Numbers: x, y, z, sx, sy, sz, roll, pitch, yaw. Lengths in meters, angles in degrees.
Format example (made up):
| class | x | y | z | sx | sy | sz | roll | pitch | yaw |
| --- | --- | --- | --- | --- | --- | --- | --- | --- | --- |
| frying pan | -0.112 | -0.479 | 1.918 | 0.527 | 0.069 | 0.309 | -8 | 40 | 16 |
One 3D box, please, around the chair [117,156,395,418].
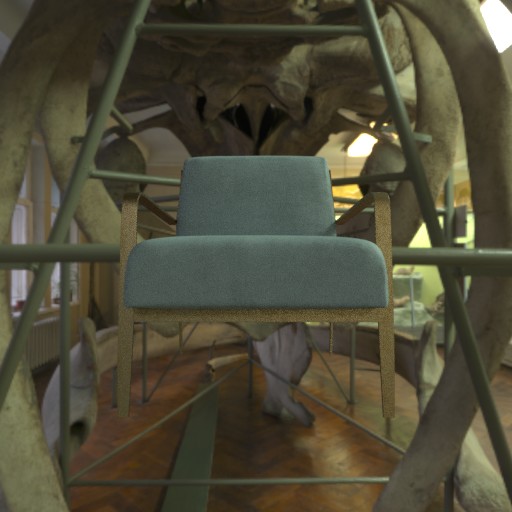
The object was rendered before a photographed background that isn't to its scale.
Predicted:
| class | x | y | z | sx | sy | sz | roll | pitch | yaw |
| --- | --- | --- | --- | --- | --- | --- | --- | --- | --- |
| chair | 0.000 | 0.000 | 1.456 | 0.701 | 0.824 | 0.842 | 0 | 0 | 0 |
